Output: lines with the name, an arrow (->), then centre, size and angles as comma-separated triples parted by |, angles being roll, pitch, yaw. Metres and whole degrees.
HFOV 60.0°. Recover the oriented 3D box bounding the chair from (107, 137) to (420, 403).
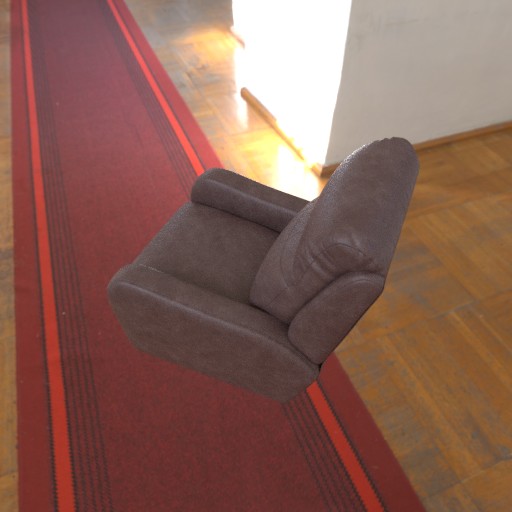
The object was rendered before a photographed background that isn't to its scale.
chair -> 0.000, 0.000, 1.894 | 1.067, 1.067, 0.865 | 17, 49, 16
